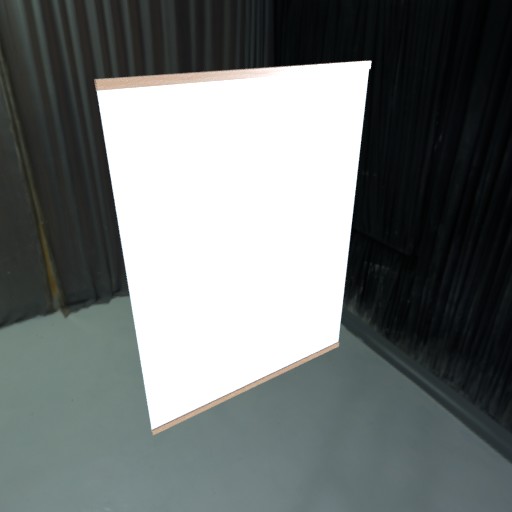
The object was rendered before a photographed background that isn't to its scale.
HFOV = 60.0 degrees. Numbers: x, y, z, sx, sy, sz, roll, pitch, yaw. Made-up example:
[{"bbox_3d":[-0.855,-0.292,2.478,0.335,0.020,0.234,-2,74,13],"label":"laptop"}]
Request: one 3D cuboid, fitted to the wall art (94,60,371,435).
[{"bbox_3d":[0.000,0.000,1.299,0.758,1.016,0.013,-17,33,-29],"label":"wall art"}]
